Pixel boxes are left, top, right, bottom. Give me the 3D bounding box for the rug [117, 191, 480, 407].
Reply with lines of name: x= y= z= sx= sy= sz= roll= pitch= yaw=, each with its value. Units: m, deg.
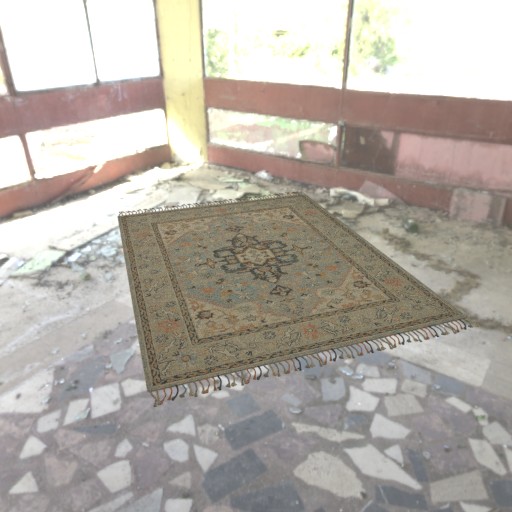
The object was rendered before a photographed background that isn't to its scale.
rug: x=0.000 y=0.000 z=3.502 sx=1.971 sy=0.010 sz=2.651 roll=-9 pitch=29 yaw=-17
